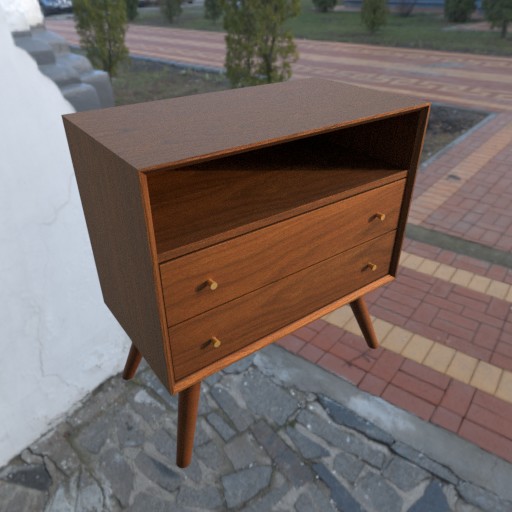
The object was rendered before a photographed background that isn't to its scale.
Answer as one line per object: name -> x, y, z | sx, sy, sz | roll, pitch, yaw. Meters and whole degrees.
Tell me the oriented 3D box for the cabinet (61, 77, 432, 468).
cabinet -> 0.000, 0.000, 1.152 | 0.712, 0.748, 0.388 | -21, 38, -30
